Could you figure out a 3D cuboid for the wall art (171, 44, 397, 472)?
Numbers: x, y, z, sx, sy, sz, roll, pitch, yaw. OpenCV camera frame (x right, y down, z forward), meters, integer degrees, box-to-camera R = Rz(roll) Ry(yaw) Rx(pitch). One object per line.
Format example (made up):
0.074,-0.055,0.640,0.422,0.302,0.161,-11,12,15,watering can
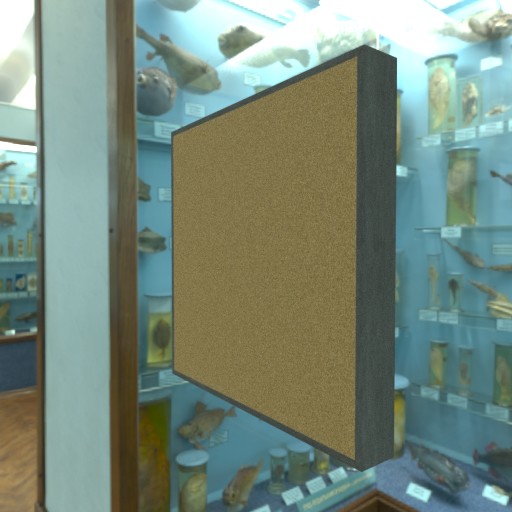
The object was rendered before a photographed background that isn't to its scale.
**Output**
0.000,0.000,0.444,0.038,0.302,0.303,-1,2,-37,wall art
